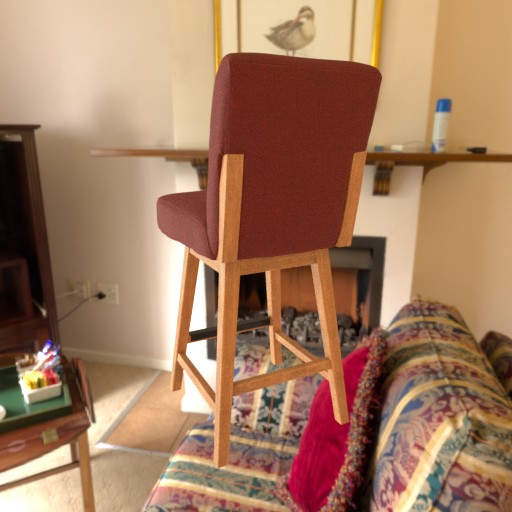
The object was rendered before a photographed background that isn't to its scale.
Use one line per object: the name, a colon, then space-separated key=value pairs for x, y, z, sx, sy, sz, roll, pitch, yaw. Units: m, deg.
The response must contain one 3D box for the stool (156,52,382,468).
stool: x=0.000 y=0.000 z=1.338 sx=0.468 sy=1.038 sz=0.562 roll=-8 pitch=17 yaw=-26
